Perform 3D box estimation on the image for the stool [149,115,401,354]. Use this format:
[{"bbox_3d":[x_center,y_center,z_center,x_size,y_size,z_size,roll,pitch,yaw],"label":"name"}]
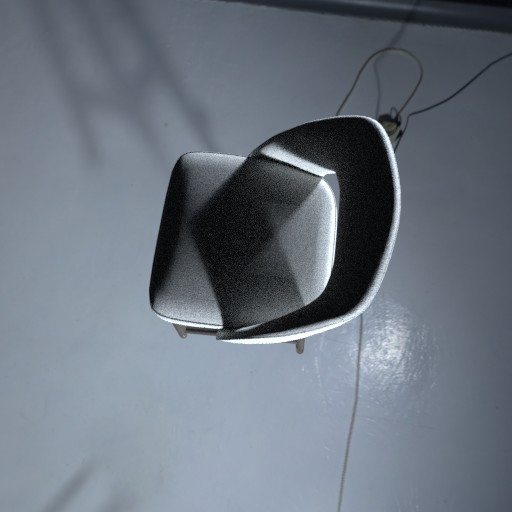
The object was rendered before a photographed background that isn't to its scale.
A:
[{"bbox_3d":[0.000,0.000,1.227,0.509,0.940,0.494,7,76,2],"label":"stool"}]
